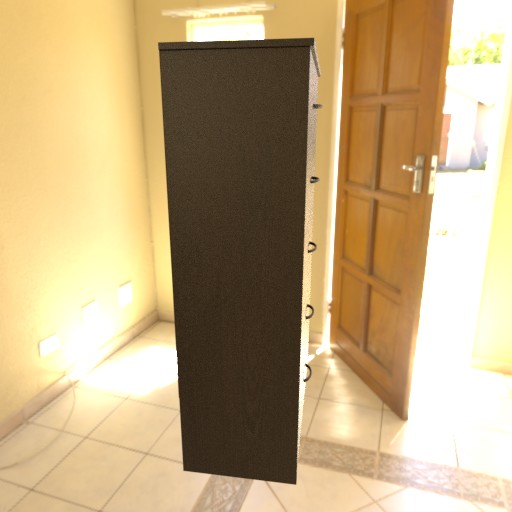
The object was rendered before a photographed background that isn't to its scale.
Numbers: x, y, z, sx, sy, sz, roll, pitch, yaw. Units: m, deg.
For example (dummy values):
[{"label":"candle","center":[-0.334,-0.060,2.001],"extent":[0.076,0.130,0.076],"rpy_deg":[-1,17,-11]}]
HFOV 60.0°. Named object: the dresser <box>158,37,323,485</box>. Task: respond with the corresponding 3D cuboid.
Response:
[{"label":"dresser","center":[0.000,0.000,1.542],"extent":[0.418,1.254,0.704],"rpy_deg":[3,17,9]}]
